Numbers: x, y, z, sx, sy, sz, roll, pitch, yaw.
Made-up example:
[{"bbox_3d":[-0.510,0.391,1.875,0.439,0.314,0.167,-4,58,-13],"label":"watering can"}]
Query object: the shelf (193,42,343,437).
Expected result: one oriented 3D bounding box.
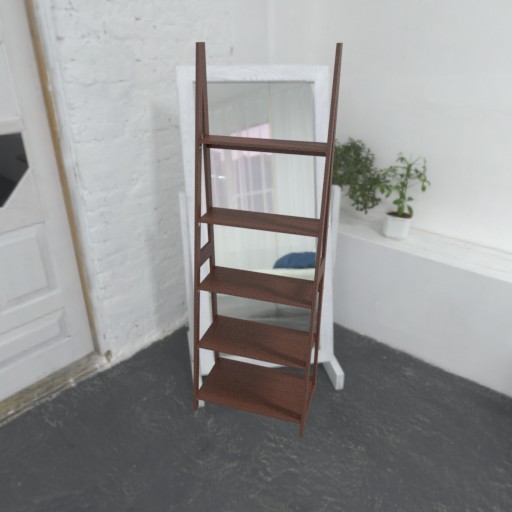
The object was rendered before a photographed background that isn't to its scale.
[{"bbox_3d":[0.000,0.000,2.043,0.600,1.770,0.350,8,28,16],"label":"shelf"}]
